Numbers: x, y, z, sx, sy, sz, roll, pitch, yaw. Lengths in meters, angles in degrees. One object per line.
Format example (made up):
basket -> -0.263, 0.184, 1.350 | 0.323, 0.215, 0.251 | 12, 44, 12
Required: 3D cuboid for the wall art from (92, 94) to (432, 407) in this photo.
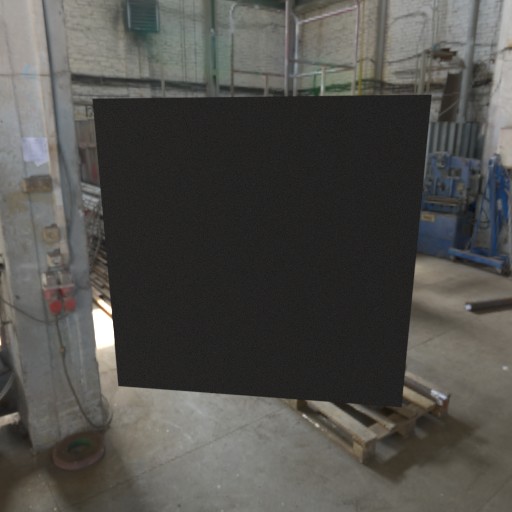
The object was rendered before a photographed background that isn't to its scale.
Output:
wall art -> 0.000, 0.000, 0.453 | 0.308, 0.305, 0.030 | 2, 15, 7
